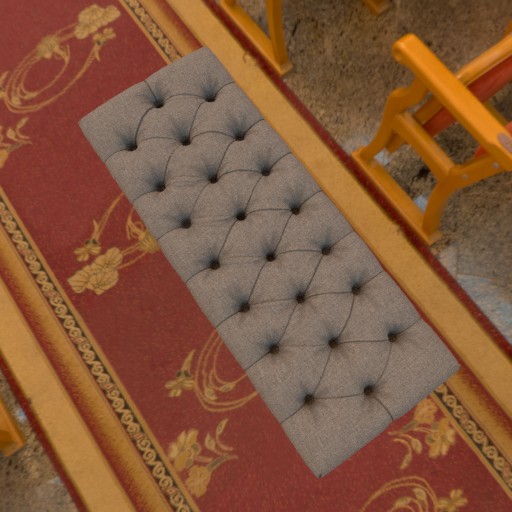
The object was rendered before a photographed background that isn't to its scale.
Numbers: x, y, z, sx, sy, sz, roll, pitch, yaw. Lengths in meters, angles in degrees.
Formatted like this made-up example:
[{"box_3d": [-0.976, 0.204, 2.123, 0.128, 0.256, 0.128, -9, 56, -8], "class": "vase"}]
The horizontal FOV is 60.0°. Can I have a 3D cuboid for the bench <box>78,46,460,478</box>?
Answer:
[{"box_3d": [0.000, 0.000, 1.275, 0.417, 0.470, 1.052, -34, 78, -8], "class": "bench"}]
